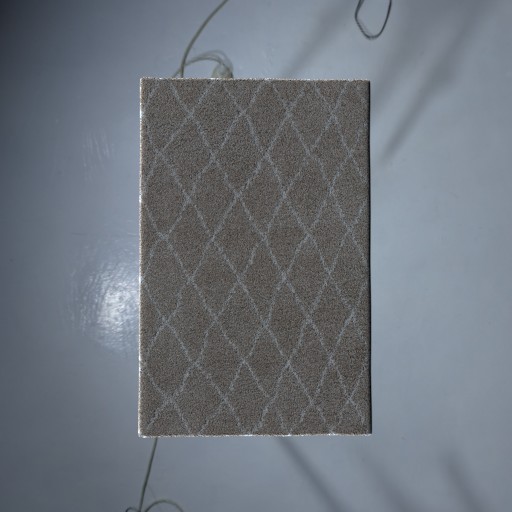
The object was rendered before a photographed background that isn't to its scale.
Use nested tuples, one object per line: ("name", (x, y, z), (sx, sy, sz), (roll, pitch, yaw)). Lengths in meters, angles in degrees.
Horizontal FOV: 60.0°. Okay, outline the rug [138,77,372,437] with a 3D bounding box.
("rug", (0.000, 0.000, 3.401), (1.778, 0.030, 2.743), (0, 89, -1))
